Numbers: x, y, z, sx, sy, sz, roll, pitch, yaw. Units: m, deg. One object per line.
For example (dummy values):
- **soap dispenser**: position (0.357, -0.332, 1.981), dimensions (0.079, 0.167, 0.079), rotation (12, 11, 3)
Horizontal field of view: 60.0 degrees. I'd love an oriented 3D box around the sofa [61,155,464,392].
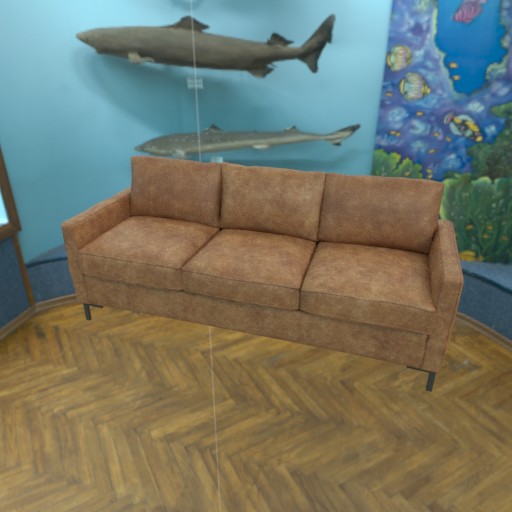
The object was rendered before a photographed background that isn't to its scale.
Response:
- **sofa**: position (0.000, 0.000, 2.446), dimensions (2.029, 0.863, 0.748), rotation (8, 28, 16)
